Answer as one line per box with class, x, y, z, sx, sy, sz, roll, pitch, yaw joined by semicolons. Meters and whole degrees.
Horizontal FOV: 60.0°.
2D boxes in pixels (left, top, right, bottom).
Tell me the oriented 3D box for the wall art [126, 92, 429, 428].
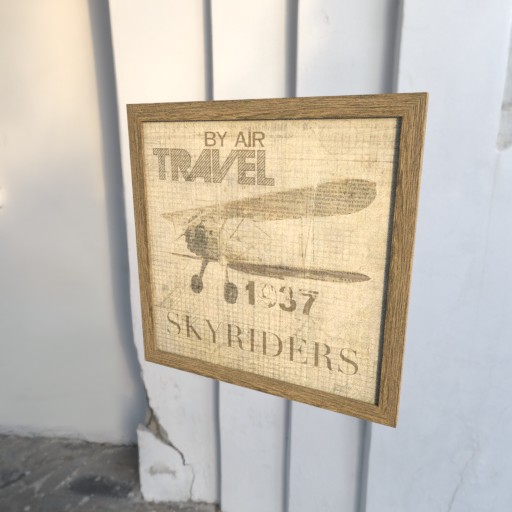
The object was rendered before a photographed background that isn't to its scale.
wall art;0.000;0.000;0.760;0.508;0.508;0.019;7;17;25
